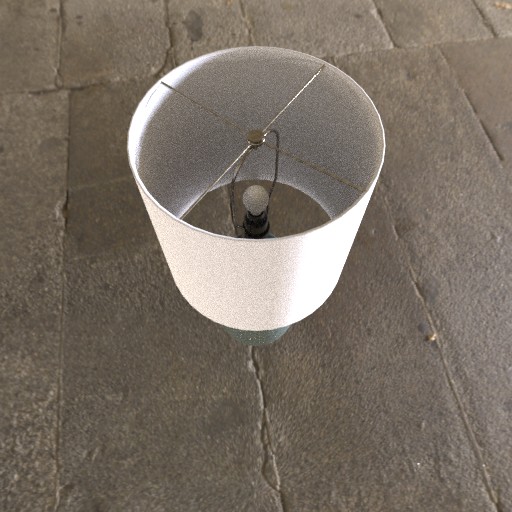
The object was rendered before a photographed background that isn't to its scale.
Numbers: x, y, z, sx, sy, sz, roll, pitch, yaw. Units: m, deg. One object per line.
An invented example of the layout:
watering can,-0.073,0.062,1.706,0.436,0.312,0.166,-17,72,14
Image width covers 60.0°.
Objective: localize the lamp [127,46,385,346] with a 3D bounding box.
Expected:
lamp,0.000,0.000,0.575,0.217,0.453,0.217,32,67,16
